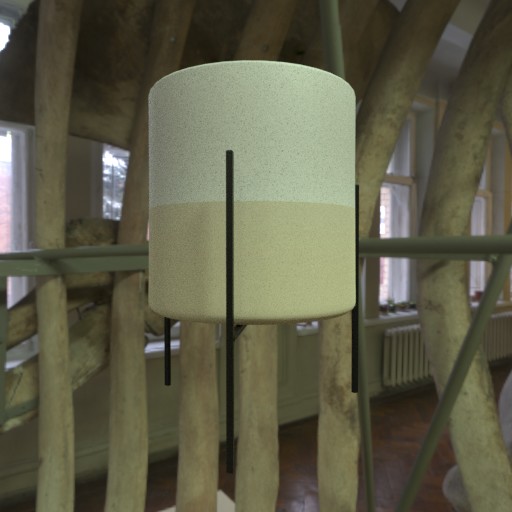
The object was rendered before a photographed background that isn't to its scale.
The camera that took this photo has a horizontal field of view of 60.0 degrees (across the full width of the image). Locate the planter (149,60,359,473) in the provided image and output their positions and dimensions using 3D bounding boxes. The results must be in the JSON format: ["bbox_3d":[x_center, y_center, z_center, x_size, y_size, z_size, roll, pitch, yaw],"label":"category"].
[{"bbox_3d":[0.000,0.000,0.541,0.267,0.362,0.263,-1,2,-35],"label":"planter"}]
